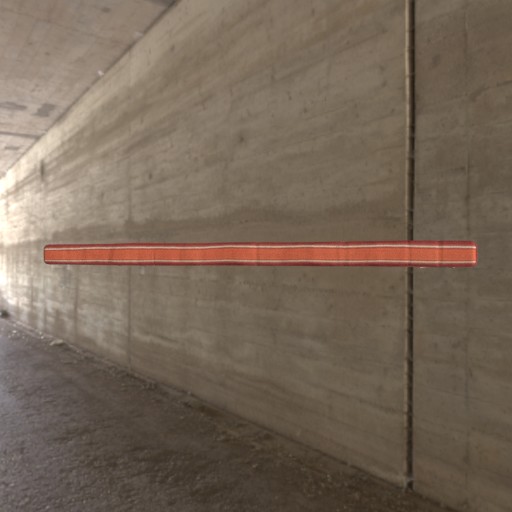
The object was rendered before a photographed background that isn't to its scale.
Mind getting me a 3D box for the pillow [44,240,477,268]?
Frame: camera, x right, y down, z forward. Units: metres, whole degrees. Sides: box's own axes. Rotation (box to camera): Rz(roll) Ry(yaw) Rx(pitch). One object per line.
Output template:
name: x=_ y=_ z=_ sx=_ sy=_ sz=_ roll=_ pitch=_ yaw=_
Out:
pillow: x=0.000 y=0.000 z=1.350 sx=1.187 sy=0.081 sz=0.492 roll=0 pitch=0 yaw=16
